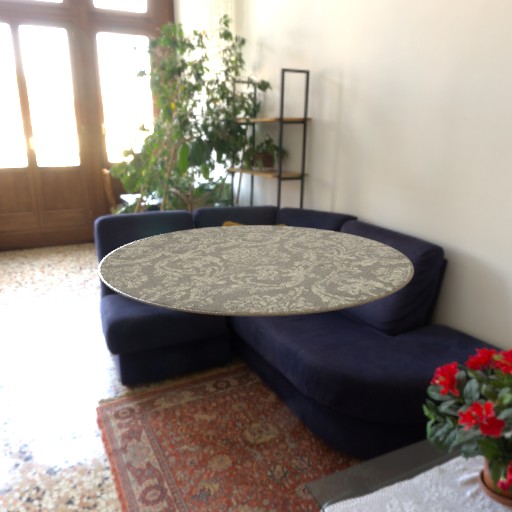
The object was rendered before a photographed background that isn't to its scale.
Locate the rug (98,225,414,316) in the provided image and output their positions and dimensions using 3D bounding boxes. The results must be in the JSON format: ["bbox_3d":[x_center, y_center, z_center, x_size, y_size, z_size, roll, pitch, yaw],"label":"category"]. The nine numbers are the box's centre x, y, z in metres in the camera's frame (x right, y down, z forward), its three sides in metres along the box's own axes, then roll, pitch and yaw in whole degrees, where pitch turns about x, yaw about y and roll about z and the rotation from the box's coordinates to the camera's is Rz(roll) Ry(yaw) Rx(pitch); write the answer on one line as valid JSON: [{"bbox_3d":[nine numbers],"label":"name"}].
[{"bbox_3d":[0.000,0.000,2.363,1.593,0.012,1.593,0,16,0],"label":"rug"}]
